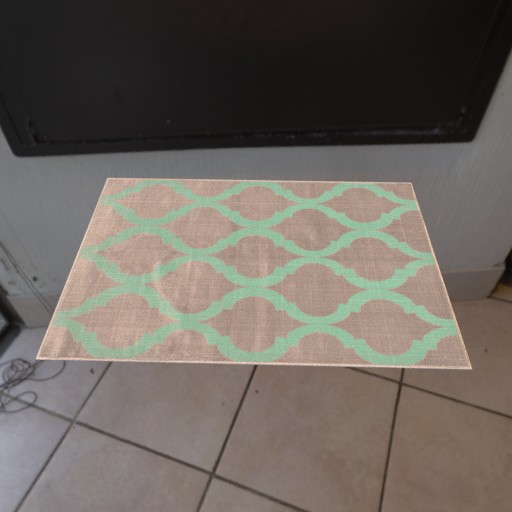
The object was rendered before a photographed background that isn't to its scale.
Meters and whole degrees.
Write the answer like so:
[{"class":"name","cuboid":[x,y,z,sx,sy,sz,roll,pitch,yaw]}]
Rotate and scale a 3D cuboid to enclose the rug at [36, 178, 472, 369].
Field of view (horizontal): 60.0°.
[{"class":"rug","cuboid":[0.000,0.000,2.828,2.286,0.006,1.524,1,48,1]}]
